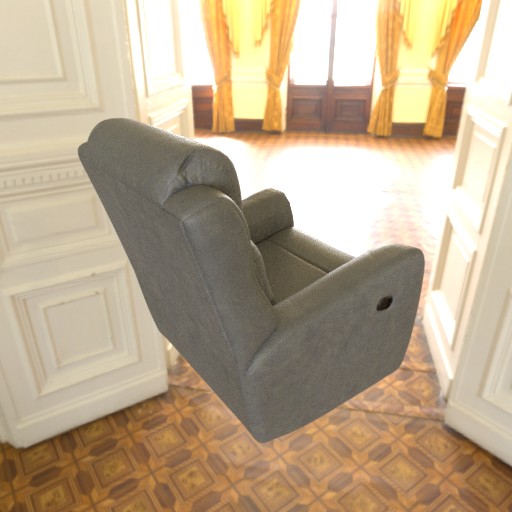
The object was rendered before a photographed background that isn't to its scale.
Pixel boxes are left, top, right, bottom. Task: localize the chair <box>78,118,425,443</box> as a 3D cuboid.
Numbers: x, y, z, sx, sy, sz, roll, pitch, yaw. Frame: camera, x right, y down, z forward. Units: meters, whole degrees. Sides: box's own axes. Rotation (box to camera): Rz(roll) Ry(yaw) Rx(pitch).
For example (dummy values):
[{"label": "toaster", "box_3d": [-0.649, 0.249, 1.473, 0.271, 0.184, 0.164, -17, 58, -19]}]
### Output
[{"label": "chair", "box_3d": [0.000, 0.000, 1.834, 1.068, 1.116, 0.965, -18, 32, -32]}]
